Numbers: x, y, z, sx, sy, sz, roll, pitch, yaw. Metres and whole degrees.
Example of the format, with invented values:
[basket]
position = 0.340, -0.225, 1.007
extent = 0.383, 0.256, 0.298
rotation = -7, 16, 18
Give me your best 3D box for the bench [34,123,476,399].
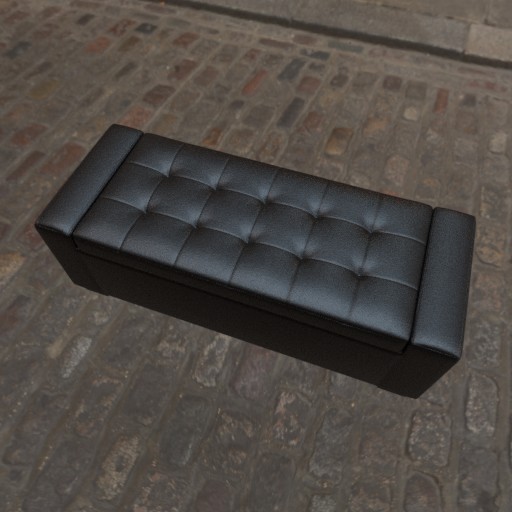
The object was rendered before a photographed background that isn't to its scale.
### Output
[bench]
position = 0.000, 0.000, 1.546
extent = 1.296, 0.445, 0.508
rotation = 17, 59, 11
